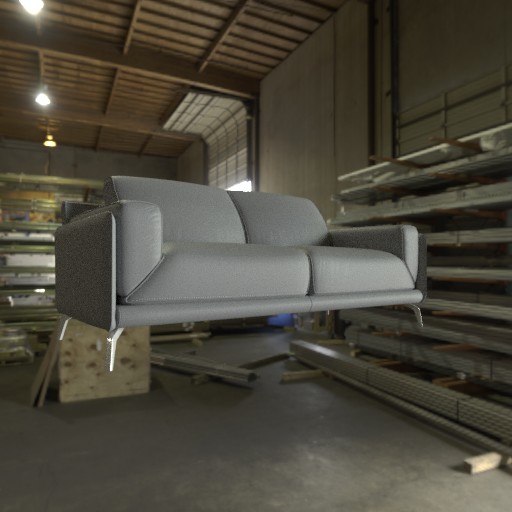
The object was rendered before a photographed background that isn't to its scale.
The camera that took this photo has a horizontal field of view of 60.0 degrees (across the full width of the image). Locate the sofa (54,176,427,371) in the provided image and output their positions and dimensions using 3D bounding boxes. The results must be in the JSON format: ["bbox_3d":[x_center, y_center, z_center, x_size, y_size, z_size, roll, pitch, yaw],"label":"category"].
[{"bbox_3d":[0.000,0.000,2.633,2.100,0.900,0.969,1,-2,-37],"label":"sofa"}]
